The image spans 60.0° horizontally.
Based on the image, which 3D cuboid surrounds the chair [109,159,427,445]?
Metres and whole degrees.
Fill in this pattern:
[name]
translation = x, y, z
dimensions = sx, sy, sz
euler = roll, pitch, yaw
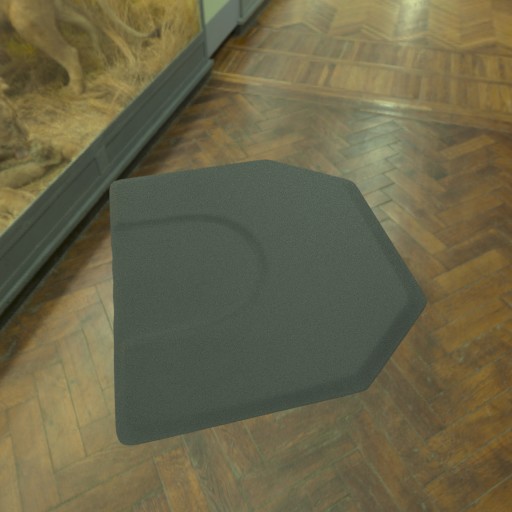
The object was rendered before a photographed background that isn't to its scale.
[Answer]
[chair]
translation = 0.000, 0.000, 1.913
dimensions = 1.219, 0.024, 1.372
euler = -10, 48, -9
